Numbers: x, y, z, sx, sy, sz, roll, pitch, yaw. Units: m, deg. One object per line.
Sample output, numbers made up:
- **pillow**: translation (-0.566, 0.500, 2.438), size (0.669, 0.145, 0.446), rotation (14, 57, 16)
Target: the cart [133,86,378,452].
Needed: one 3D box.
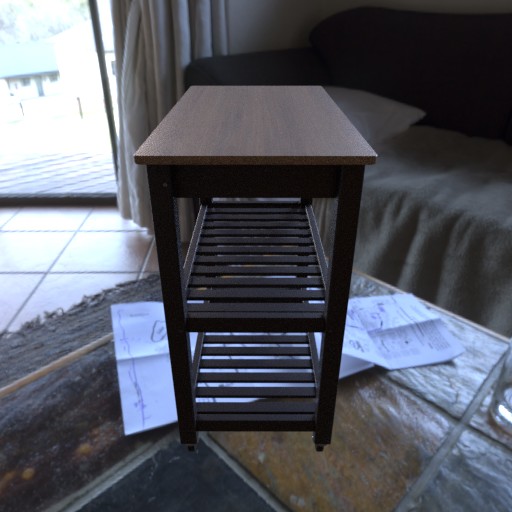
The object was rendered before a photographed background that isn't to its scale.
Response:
- **cart**: translation (0.000, 0.000, 1.437), size (0.457, 0.927, 0.899), rotation (0, 29, 0)
